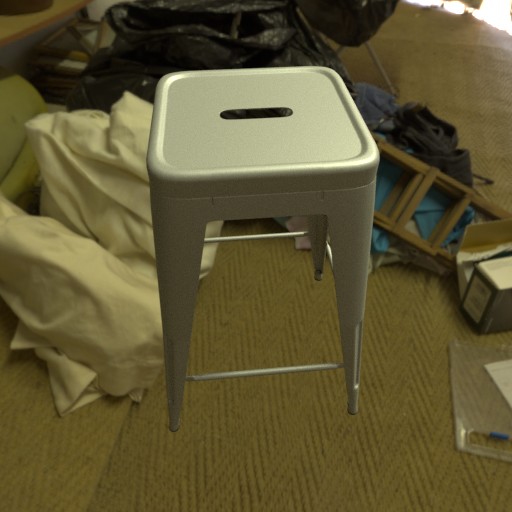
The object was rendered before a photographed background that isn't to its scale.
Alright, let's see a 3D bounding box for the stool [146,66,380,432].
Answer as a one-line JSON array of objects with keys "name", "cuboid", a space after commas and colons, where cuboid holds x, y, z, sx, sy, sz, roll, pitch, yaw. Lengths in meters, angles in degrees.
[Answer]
[{"name": "stool", "cuboid": [0.000, 0.000, 0.865, 0.406, 0.610, 0.406, -4, 46, -4]}]
